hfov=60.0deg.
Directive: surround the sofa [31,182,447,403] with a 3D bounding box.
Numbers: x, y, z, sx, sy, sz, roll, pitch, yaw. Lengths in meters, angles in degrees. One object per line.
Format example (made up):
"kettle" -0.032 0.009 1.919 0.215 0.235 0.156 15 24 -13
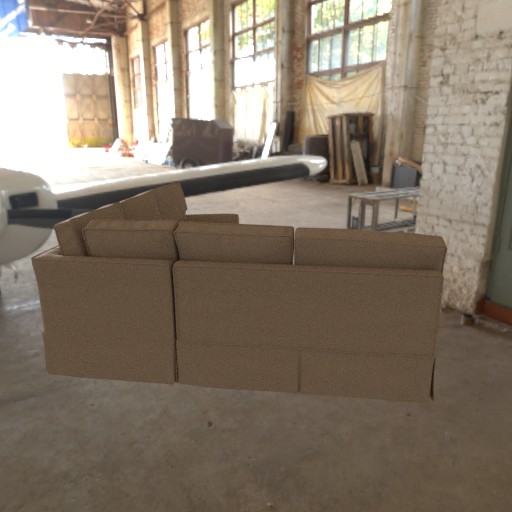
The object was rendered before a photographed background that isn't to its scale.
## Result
"sofa" 0.000 0.000 4.175 2.730 1.124 2.733 2 16 7
